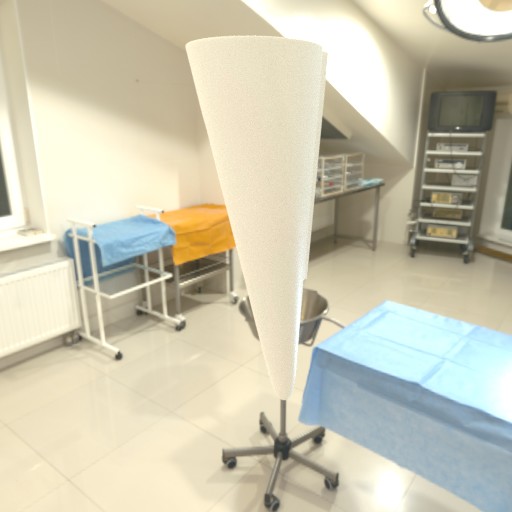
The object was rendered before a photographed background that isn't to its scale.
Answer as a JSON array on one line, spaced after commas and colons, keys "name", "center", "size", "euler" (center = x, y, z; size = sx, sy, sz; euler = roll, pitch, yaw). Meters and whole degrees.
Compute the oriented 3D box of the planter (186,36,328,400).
[{"name": "planter", "center": [0.000, 0.000, 0.225], "size": [0.057, 0.193, 0.064], "euler": [16, 24, 42]}]
